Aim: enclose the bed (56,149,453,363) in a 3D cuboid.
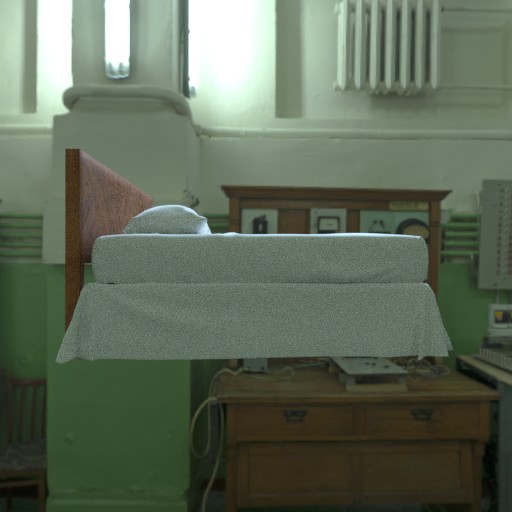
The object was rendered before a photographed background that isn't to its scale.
[{"bbox_3d":[0.000,0.000,3.438,2.165,1.158,2.255,0,0,-2],"label":"bed"}]
